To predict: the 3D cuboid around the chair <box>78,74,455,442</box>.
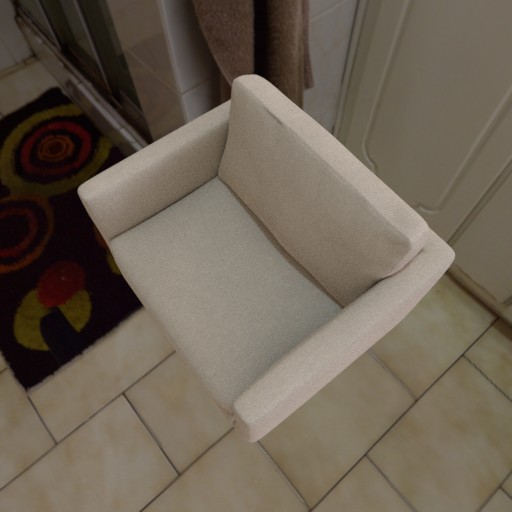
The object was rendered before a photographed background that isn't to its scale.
[{"bbox_3d":[0.000,0.000,1.833,0.959,0.961,1.107,-35,68,-16],"label":"chair"}]
